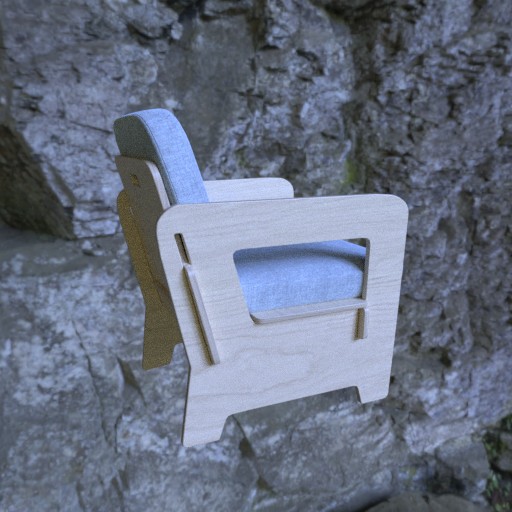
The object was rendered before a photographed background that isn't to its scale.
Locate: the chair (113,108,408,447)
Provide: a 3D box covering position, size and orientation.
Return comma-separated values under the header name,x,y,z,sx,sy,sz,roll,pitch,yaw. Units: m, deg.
name,x,y,z,sx,sy,sz,roll,pitch,yaw
chair,0.000,0.000,1.307,0.710,0.800,0.590,-7,16,-26
